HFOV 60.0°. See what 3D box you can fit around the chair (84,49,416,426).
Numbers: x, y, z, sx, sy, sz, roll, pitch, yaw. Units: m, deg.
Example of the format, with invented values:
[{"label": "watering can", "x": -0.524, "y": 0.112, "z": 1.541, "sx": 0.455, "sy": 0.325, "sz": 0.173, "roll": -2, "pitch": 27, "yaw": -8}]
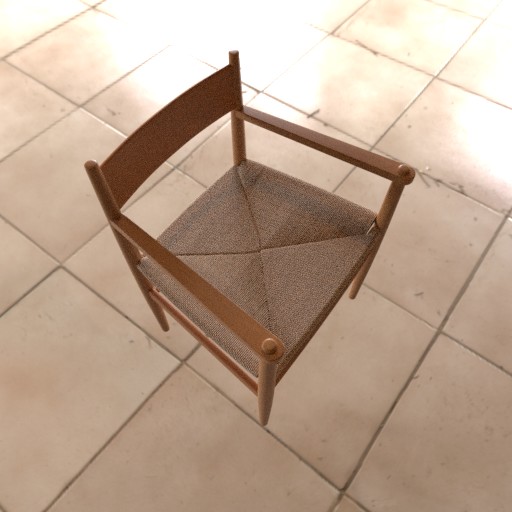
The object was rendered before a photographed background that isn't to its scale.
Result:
[{"label": "chair", "x": 0.000, "y": 0.000, "z": 1.155, "sx": 0.495, "sy": 0.762, "sz": 0.556, "roll": 32, "pitch": 64, "yaw": 18}]
